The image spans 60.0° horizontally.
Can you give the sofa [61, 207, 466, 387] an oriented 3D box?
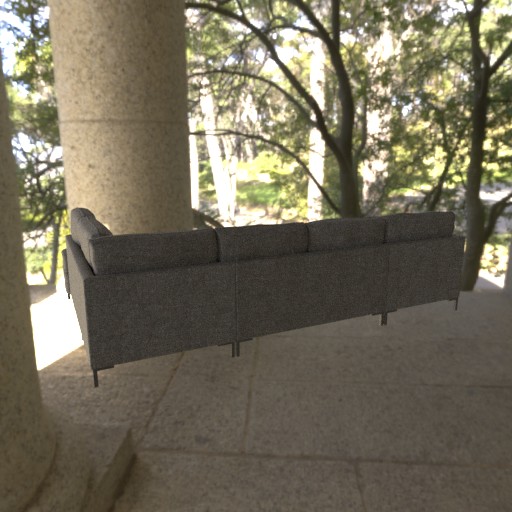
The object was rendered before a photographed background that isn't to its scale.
[{"bbox_3d":[0.000,0.000,4.350,3.423,0.999,2.048,-6,14,-25],"label":"sofa"}]
